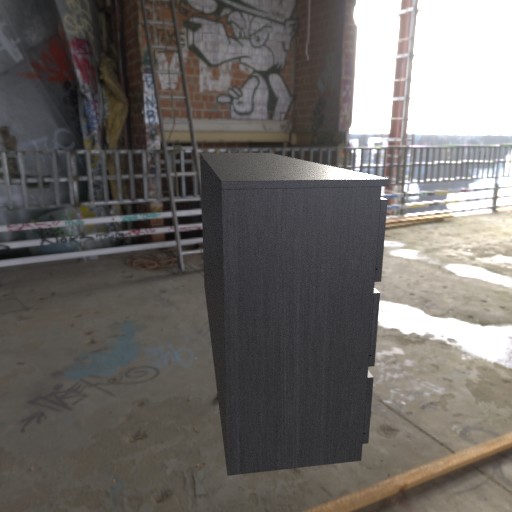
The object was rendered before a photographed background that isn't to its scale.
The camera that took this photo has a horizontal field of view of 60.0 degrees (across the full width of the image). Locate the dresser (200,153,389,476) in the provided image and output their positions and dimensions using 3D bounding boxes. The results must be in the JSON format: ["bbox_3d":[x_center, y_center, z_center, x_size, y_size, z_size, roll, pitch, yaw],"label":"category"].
[{"bbox_3d":[0.000,0.000,1.889,0.400,0.795,1.590,-2,15,-8],"label":"dresser"}]
